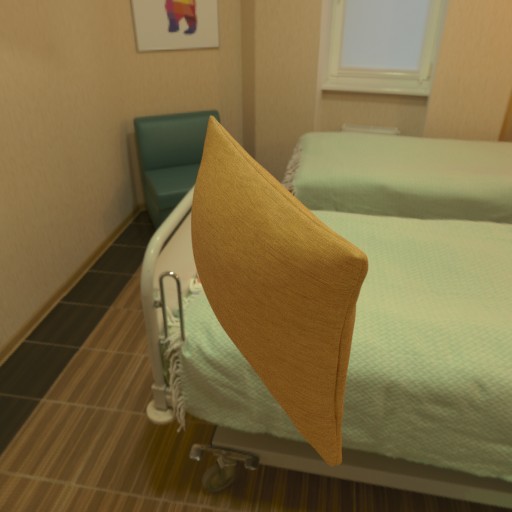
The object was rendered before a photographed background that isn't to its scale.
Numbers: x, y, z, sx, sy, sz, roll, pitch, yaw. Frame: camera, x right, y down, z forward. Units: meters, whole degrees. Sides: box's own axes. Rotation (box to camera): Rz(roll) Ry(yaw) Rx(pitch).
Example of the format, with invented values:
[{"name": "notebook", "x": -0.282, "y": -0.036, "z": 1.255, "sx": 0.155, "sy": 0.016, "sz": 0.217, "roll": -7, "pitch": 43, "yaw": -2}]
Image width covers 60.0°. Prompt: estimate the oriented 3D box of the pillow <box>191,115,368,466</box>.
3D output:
[{"name": "pillow", "x": 0.000, "y": 0.000, "z": 0.795, "sx": 0.210, "sy": 0.354, "sz": 0.634, "roll": -10, "pitch": 32, "yaw": -17}]
